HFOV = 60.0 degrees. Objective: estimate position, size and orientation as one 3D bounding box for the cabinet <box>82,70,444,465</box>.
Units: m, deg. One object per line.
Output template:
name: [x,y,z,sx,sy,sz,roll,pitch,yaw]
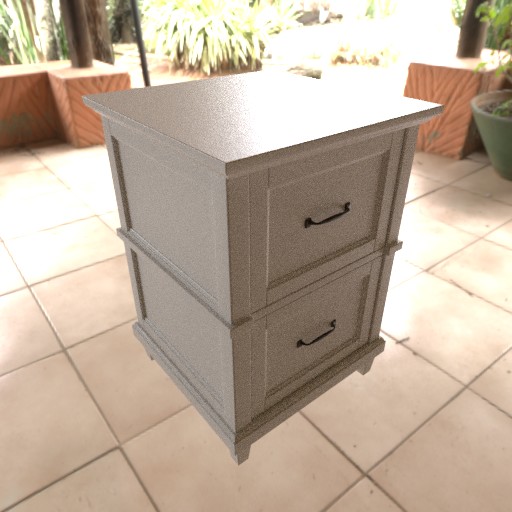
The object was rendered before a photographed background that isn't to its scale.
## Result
cabinet: [0.000,0.000,1.140,0.544,0.775,0.547,-23,38,-32]
